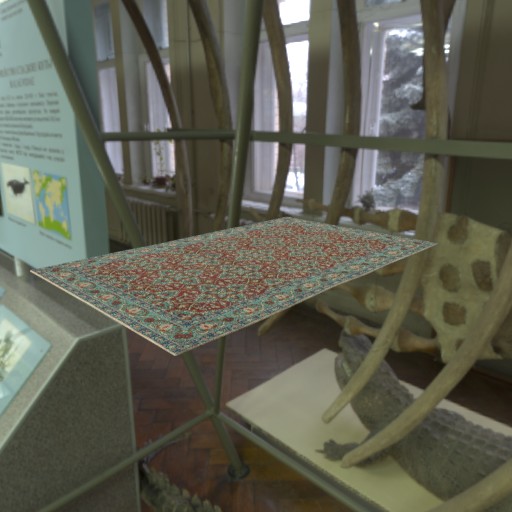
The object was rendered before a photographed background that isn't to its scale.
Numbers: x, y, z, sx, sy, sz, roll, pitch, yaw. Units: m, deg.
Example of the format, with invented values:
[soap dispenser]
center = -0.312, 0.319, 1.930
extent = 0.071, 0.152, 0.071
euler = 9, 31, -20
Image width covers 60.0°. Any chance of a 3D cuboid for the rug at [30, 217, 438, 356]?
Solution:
[rug]
center = 0.000, 0.000, 3.065
extent = 1.533, 0.011, 2.439
euler = 15, 22, 42
